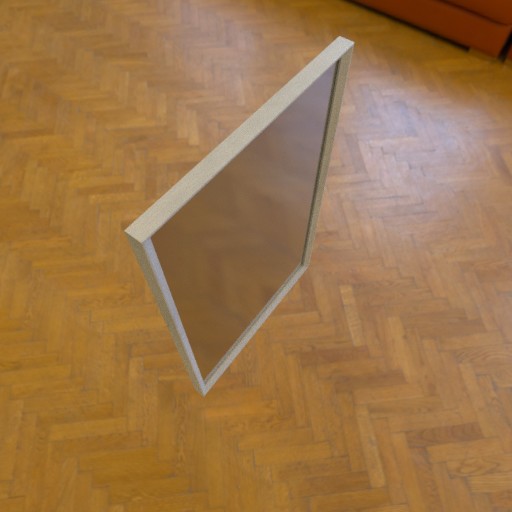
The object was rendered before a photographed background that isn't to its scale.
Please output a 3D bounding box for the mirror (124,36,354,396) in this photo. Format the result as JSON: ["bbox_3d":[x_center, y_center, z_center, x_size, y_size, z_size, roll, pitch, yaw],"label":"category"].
[{"bbox_3d":[0.000,0.000,1.172,0.041,0.915,0.609,33,64,18],"label":"mirror"}]
